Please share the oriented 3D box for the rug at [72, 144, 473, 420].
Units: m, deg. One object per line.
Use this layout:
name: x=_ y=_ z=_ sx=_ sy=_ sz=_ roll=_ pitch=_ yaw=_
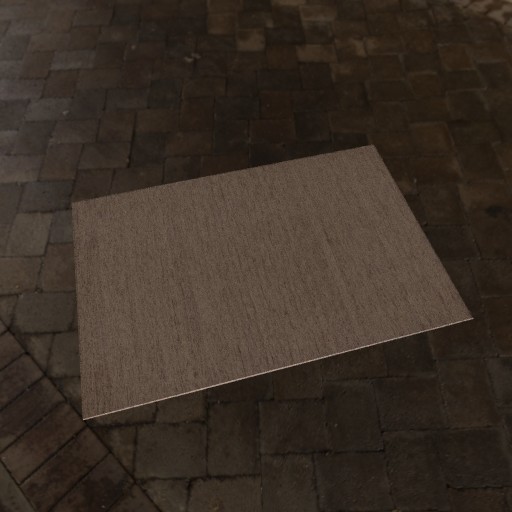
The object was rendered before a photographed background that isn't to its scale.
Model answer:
rug: x=0.000 y=0.000 z=2.328 sx=1.840 sy=0.013 sz=1.225 roll=-13 pitch=58 yaw=-8
